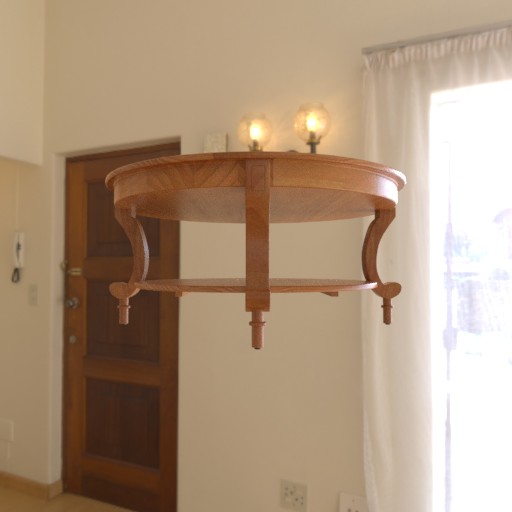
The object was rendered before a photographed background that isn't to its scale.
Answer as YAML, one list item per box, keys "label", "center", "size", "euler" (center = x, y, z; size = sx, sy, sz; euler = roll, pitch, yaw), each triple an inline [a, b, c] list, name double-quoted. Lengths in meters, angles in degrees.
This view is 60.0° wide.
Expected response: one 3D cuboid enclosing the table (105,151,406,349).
- label: "table"
  center: [0.000, 0.000, 1.590]
  size: [1.029, 0.490, 1.029]
  euler: [0, -1, 0]
